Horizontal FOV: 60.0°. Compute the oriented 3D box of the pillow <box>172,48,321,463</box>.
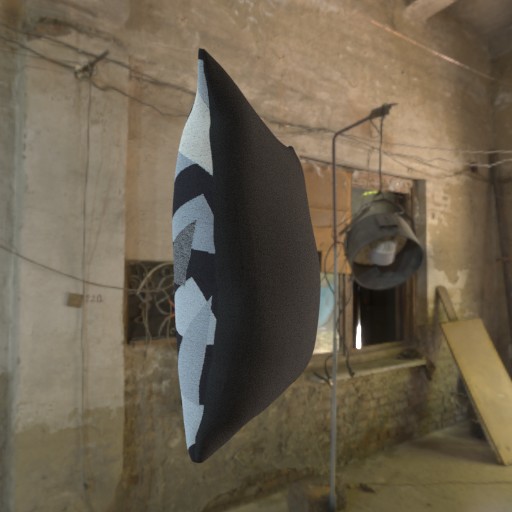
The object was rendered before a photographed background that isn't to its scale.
[{"bbox_3d":[0.000,0.000,0.755,0.208,0.496,0.503,0,-1,17],"label":"pillow"}]
